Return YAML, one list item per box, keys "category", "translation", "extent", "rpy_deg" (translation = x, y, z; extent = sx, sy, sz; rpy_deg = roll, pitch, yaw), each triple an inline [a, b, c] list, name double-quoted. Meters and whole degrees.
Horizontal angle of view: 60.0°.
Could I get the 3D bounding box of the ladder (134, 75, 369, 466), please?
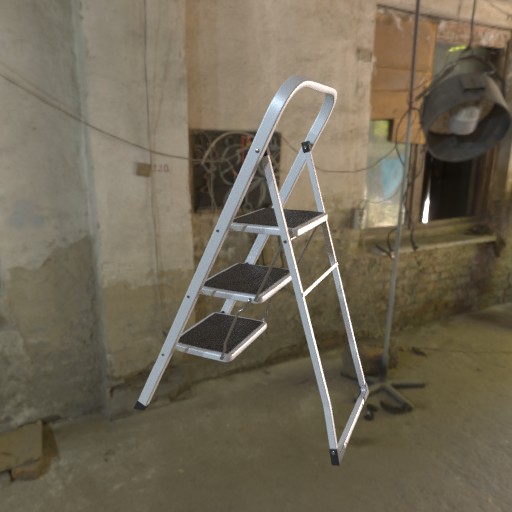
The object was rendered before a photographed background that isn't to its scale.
- category: "ladder"
  translation: [0.000, 0.000, 1.432]
  extent: [0.711, 1.050, 0.460]
  rpy_deg: [7, 17, 24]
